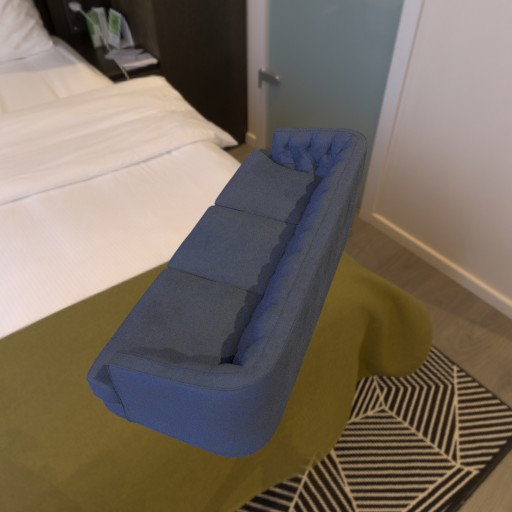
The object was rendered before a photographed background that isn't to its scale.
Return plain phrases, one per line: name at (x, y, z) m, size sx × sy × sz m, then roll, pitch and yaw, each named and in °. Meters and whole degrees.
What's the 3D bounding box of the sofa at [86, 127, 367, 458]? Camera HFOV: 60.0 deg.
sofa at (0.000, 0.000, 2.786) m, size 0.941 × 0.855 × 2.278 m, roll 15°, pitch 47°, yaw 15°
